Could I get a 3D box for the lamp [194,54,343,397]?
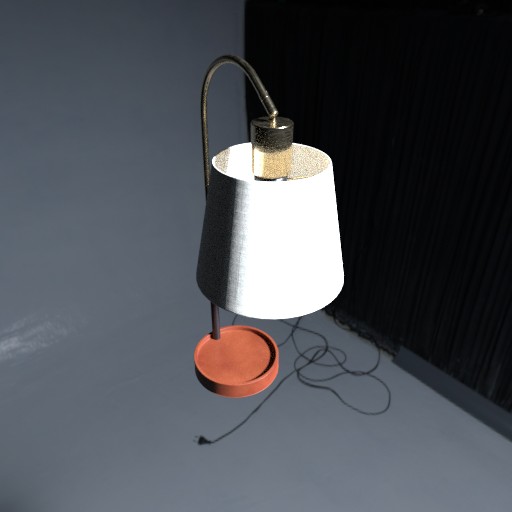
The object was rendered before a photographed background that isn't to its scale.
[{"bbox_3d":[0.000,0.000,0.654,0.211,0.536,0.273,-22,38,-32],"label":"lamp"}]
